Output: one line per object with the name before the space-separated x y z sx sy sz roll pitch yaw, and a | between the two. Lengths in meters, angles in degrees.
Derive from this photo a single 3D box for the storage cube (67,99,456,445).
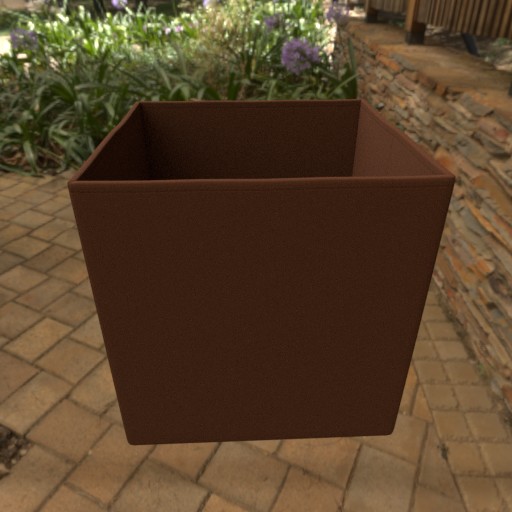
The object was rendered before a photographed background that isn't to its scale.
storage cube | 0.000 0.000 0.485 0.270 0.280 0.270 -1 31 -2
